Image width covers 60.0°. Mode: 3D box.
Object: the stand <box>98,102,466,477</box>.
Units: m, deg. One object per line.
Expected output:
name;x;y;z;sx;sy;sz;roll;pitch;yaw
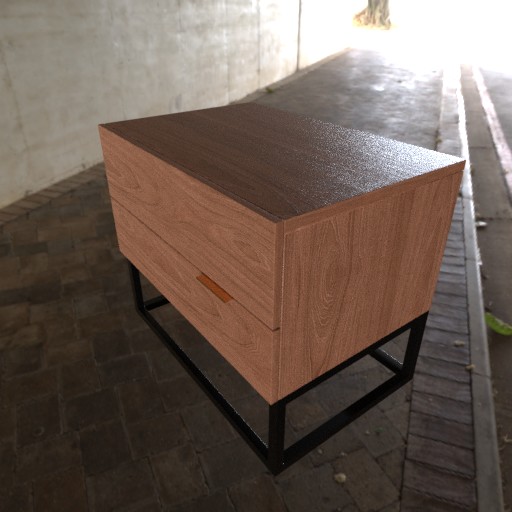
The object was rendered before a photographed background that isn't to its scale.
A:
stand;0.000;0.000;0.956;0.420;0.500;0.600;-20;36;-31
